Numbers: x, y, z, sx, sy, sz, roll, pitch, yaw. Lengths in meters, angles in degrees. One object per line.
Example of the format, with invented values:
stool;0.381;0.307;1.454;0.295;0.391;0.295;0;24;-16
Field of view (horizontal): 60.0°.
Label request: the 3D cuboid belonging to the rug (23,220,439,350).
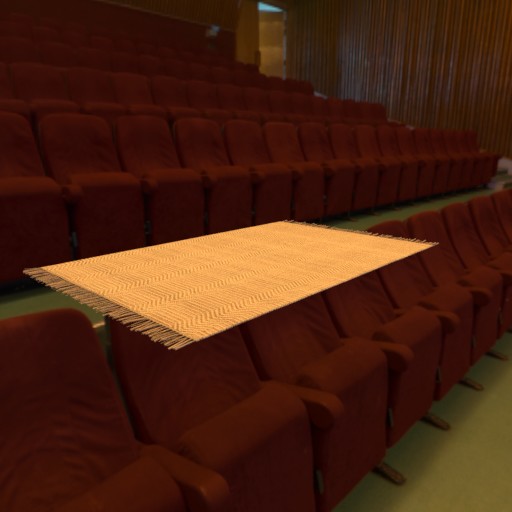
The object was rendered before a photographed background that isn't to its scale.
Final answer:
rug;0.000;0.000;2.437;1.224;0.027;2.021;13;19;42
